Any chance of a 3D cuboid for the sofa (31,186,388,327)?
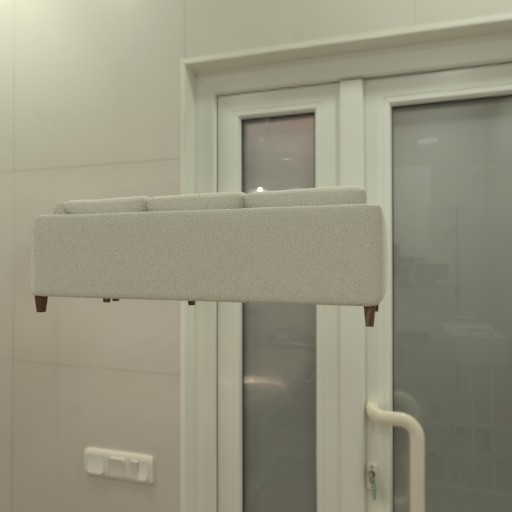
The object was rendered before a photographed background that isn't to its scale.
[{"bbox_3d":[0.000,0.000,4.433,2.551,0.853,3.238,0,0,17],"label":"sofa"}]
